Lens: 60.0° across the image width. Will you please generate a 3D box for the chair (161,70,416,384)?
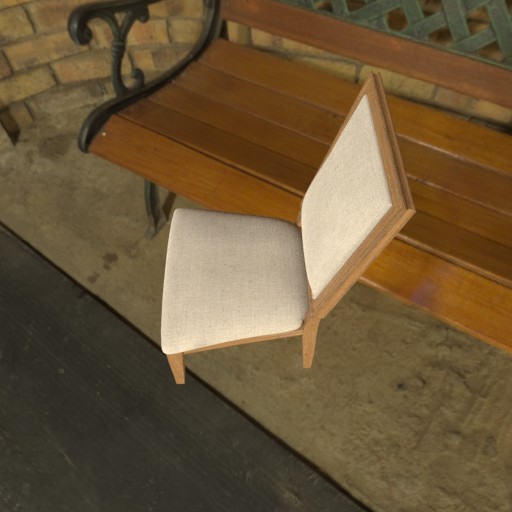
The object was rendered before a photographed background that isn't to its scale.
[{"bbox_3d":[0.000,0.000,1.360,0.601,0.988,0.536,-1,59,-1],"label":"chair"}]
